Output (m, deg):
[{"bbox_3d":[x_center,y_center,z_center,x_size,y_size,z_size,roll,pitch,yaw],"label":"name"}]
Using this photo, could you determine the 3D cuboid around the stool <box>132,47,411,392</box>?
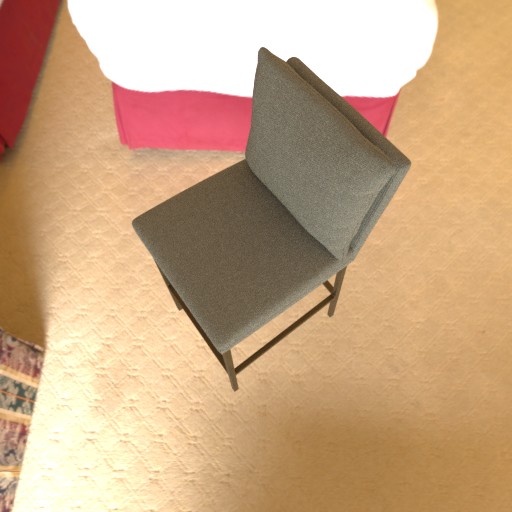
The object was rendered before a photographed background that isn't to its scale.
[{"bbox_3d":[0.000,0.000,1.431,0.569,1.132,0.463,-33,69,-15],"label":"stool"}]
